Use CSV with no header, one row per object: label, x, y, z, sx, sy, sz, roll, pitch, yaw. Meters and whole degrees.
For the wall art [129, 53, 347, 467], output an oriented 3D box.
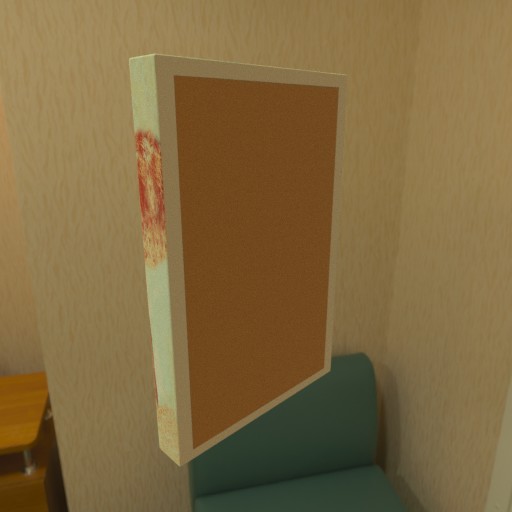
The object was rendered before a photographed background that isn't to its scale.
wall art,0.000,0.000,0.483,0.251,0.380,0.039,-16,24,-42
